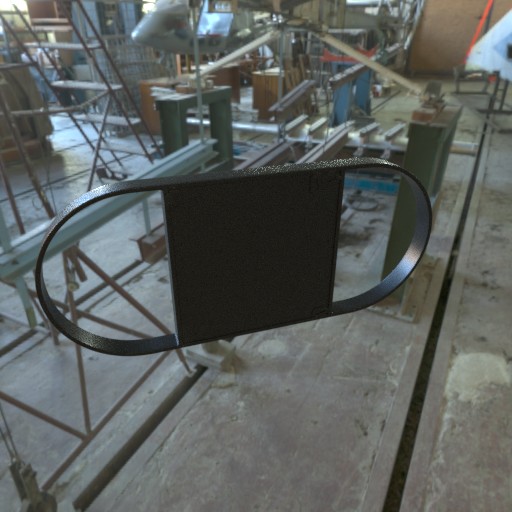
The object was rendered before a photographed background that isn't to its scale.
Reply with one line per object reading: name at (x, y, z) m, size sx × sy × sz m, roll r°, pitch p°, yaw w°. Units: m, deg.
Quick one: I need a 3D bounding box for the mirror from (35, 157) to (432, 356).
mirror at (0.000, 0.000, 0.646) m, size 0.584 × 0.254 × 0.032 m, roll -9°, pitch 29°, yaw -16°
